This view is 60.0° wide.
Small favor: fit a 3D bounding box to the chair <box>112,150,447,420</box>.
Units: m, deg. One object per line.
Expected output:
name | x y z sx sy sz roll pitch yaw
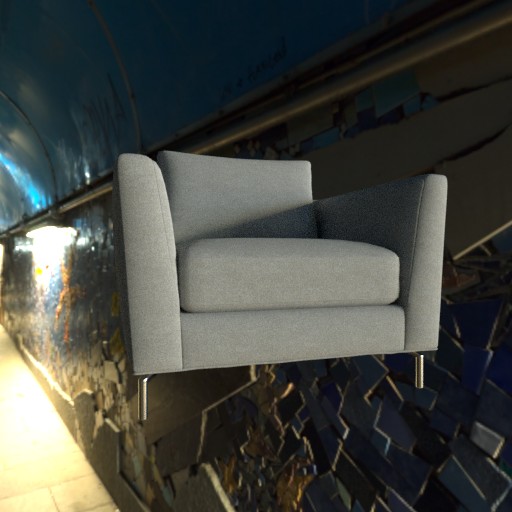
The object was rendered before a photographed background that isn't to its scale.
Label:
chair | 0.000 0.000 1.686 1.041 0.864 0.889 0 0 -18
